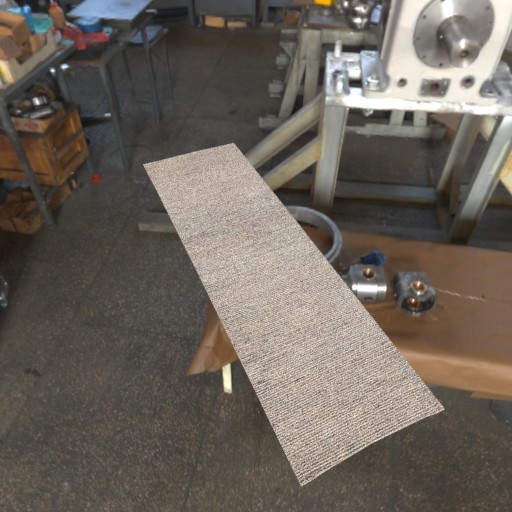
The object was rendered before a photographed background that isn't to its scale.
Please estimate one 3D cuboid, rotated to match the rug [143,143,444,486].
[{"bbox_3d":[0.000,0.000,2.503,0.697,0.013,2.335,-18,48,-17],"label":"rug"}]
